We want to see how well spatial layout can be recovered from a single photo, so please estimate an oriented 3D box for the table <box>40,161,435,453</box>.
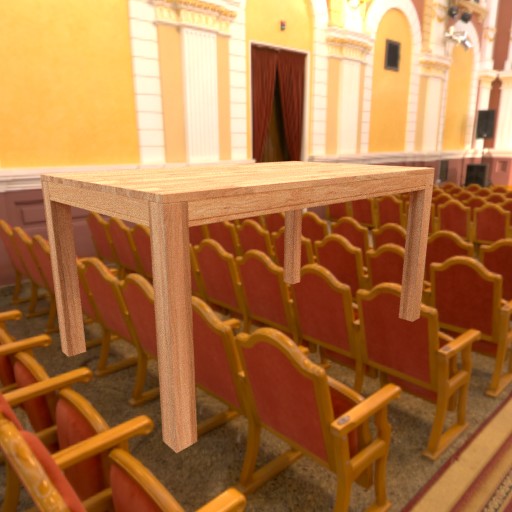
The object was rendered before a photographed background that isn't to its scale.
[{"bbox_3d":[0.000,0.000,2.035,1.500,0.770,0.900,-14,20,-42],"label":"table"}]
